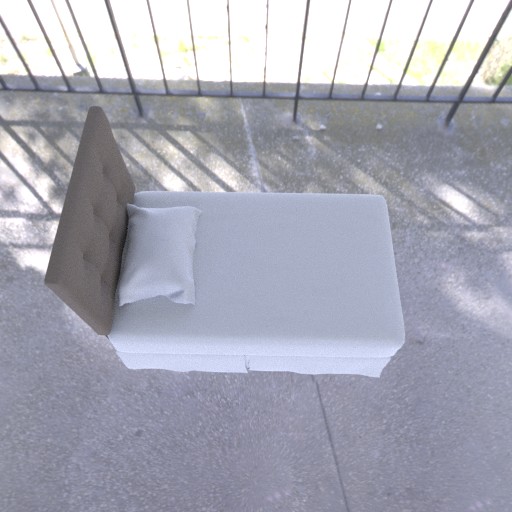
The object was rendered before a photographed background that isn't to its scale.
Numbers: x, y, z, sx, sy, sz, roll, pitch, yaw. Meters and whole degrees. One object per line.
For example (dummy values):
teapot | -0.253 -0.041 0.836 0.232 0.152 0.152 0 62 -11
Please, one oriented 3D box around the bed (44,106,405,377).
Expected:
bed | 0.000 0.000 3.002 1.997 1.571 1.261 1 63 1
